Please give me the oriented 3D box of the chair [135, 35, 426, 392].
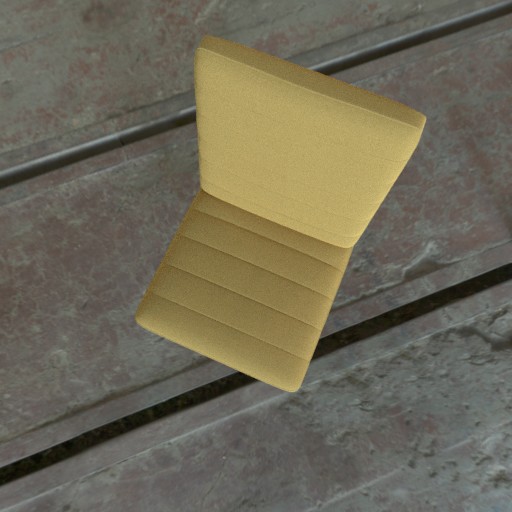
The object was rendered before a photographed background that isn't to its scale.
[{"bbox_3d":[0.000,0.000,1.294,0.520,0.930,0.634,23,77,6],"label":"chair"}]
